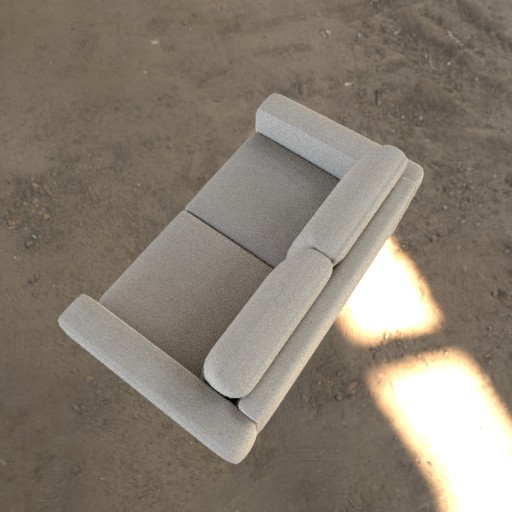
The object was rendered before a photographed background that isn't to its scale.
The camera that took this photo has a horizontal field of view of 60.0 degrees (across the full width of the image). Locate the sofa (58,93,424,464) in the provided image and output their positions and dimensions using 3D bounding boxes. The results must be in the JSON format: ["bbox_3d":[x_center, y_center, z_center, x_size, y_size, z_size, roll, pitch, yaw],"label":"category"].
[{"bbox_3d":[0.000,0.000,2.057,0.900,0.800,1.540,32,68,15],"label":"sofa"}]
